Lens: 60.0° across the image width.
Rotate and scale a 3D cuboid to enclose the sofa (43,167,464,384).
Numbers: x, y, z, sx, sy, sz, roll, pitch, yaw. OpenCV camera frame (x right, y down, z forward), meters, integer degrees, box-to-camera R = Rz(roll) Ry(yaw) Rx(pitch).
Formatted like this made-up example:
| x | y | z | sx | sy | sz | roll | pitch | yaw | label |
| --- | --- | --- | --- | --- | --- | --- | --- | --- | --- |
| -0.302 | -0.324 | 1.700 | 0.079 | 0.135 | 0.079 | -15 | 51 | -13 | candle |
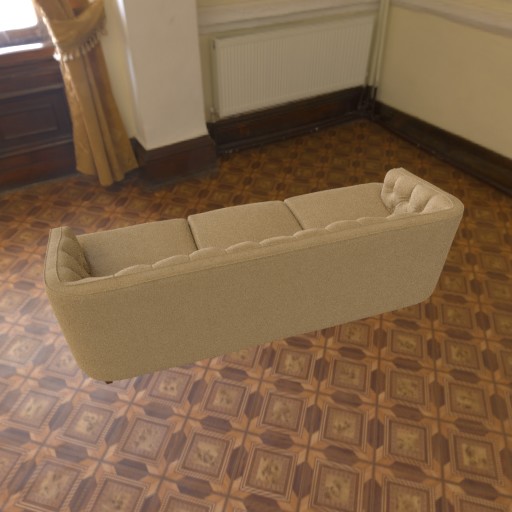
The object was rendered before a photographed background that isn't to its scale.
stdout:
| x | y | z | sx | sy | sz | roll | pitch | yaw | label |
| --- | --- | --- | --- | --- | --- | --- | --- | --- | --- |
| 0.000 | 0.000 | 2.683 | 2.235 | 0.788 | 0.913 | -12 | 42 | -13 | sofa |
